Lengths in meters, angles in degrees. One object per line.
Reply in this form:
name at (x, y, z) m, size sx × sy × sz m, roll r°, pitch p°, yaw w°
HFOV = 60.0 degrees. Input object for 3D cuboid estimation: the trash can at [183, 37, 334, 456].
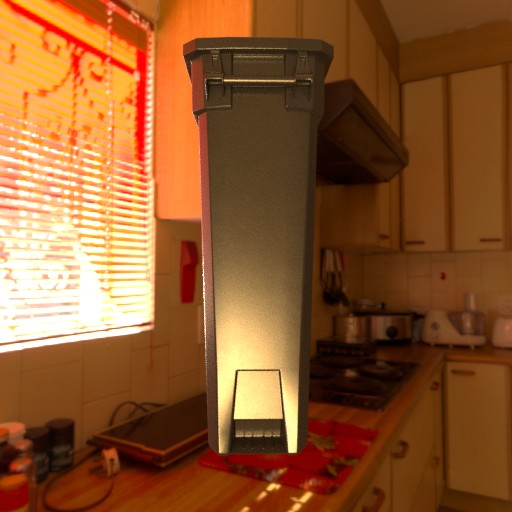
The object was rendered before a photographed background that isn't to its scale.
trash can at (0.000, 0.000, 1.047) m, size 0.281 × 0.762 × 0.559 m, roll 0°, pitch -3°, yaw -1°
